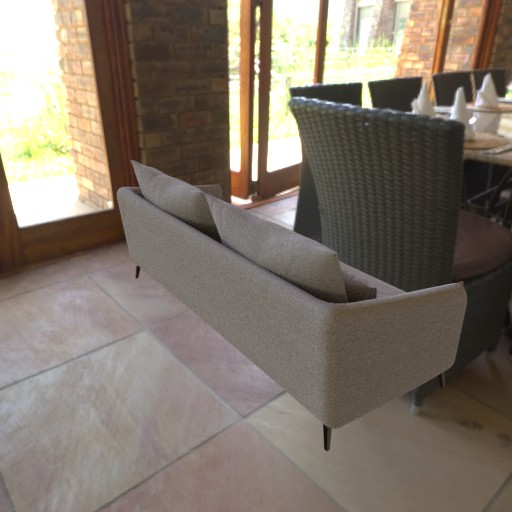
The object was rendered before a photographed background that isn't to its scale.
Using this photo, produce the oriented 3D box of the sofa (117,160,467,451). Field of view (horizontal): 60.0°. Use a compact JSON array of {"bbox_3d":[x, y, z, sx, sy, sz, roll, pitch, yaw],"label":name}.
[{"bbox_3d":[0.000,0.000,2.427,0.809,0.833,2.022,-18,31,-33],"label":"sofa"}]
